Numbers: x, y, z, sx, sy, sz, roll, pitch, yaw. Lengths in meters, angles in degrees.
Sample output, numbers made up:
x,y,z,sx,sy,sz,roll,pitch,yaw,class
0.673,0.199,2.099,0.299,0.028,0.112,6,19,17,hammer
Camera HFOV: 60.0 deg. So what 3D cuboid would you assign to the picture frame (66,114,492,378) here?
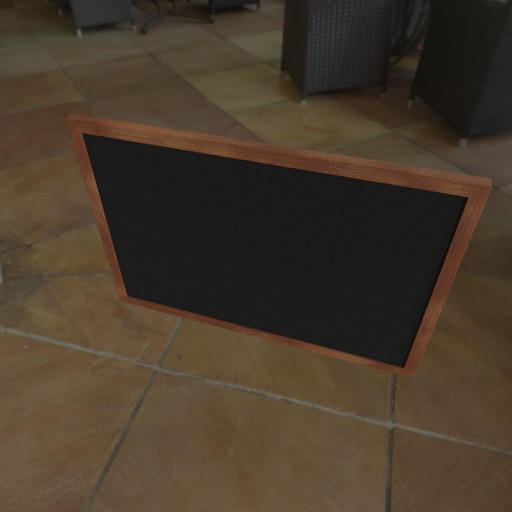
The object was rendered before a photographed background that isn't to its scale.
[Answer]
x,y,z,sx,sy,sz,roll,pitch,yaw,class
0.000,0.000,1.172,0.950,0.640,0.029,12,43,14,picture frame
